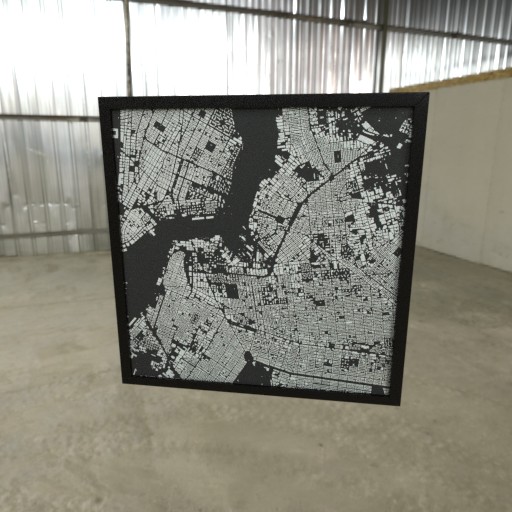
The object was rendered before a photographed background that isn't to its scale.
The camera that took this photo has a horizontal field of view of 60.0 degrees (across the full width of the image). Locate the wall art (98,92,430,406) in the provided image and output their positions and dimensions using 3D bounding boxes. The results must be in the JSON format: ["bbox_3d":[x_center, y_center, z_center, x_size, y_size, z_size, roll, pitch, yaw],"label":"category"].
[{"bbox_3d":[0.000,0.000,1.112,0.755,0.761,0.038,2,15,8],"label":"wall art"}]
